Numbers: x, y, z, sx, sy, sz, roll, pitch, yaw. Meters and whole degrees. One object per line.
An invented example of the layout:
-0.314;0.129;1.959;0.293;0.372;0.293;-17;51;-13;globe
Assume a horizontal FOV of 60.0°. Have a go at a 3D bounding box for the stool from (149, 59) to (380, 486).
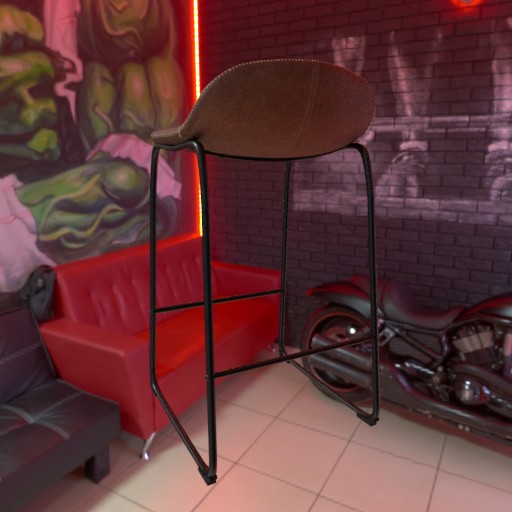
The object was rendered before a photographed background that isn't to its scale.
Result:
0.000;0.000;1.103;0.454;0.830;0.473;-7;14;-27;stool
